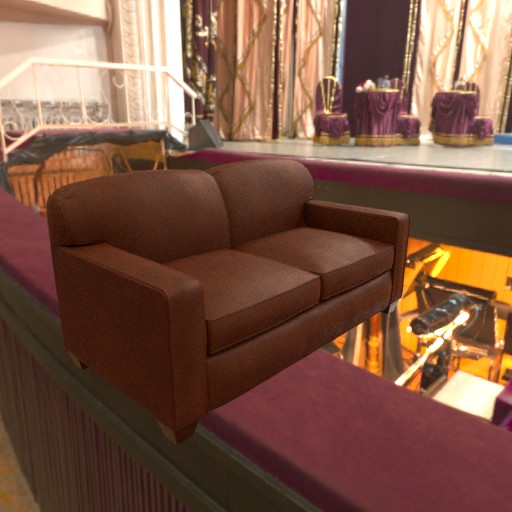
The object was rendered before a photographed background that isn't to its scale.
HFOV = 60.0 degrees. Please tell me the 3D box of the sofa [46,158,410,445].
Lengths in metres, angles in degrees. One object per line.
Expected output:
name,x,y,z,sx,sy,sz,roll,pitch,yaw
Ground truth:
sofa,0.000,0.000,2.471,1.000,0.966,1.856,15,23,41
